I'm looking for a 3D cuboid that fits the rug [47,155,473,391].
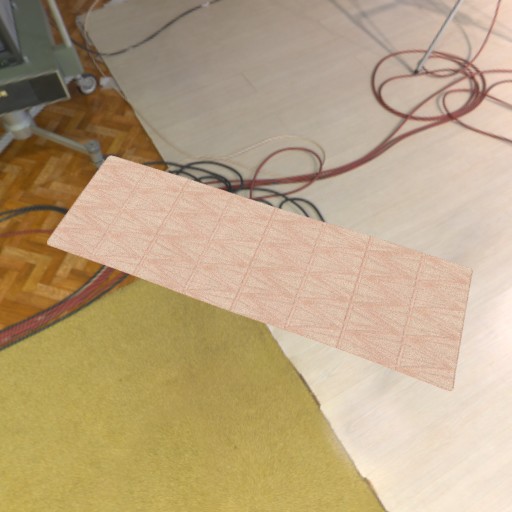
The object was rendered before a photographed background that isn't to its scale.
[{"bbox_3d":[0.000,0.000,2.633,2.435,0.015,0.760,19,62,10],"label":"rug"}]
